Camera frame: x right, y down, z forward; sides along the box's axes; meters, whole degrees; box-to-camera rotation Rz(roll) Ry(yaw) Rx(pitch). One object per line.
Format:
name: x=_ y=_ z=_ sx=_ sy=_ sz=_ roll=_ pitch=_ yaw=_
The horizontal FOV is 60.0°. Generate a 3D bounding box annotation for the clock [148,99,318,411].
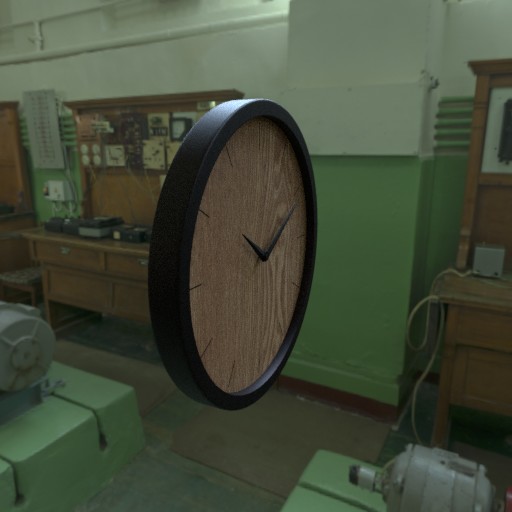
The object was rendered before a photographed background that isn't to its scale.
clock: x=0.000 y=0.000 z=0.470 sx=0.029 sy=0.314 sz=0.314 roll=7 pitch=15 yaw=26
